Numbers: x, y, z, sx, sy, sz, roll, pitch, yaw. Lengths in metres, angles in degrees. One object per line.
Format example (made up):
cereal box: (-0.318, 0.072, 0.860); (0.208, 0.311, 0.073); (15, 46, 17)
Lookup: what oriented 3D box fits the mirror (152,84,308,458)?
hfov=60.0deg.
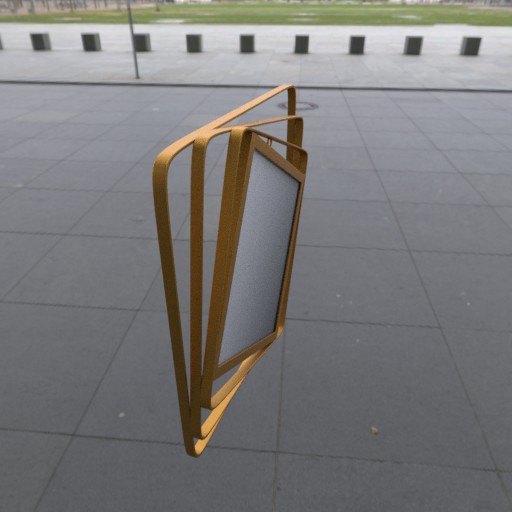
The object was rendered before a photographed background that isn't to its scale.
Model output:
mirror: (0.000, 0.000, 0.716); (0.045, 0.468, 0.470); (11, 32, 18)
